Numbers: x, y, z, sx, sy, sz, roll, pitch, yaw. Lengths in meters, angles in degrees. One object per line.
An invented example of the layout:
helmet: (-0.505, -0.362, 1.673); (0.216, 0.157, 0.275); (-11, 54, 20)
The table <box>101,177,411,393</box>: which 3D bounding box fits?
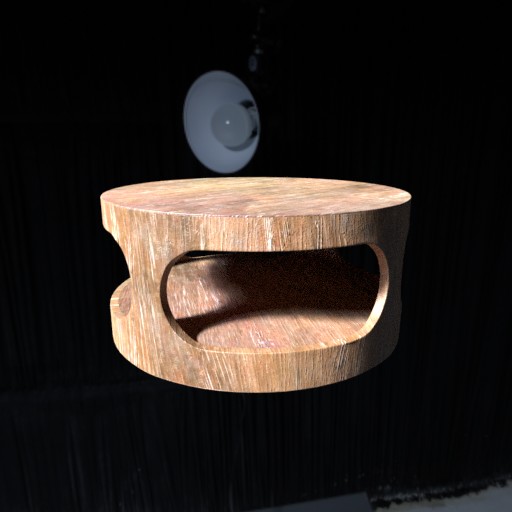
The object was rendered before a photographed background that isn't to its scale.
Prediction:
table: (0.000, 0.000, 1.525); (0.974, 0.450, 0.974); (0, 15, 0)
